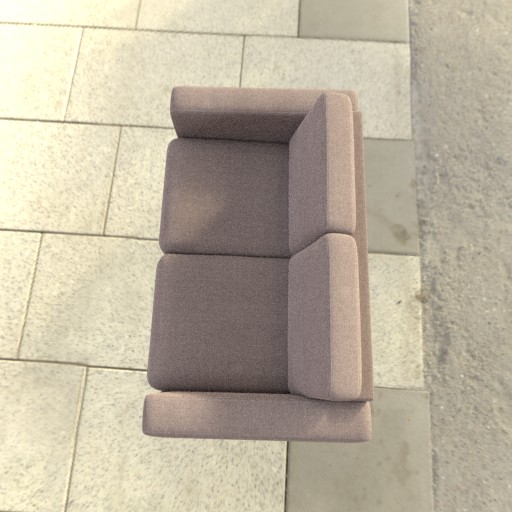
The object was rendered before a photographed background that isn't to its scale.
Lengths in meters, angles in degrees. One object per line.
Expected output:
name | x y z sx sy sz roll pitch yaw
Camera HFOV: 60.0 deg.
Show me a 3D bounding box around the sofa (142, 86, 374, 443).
sofa | 0.000 0.000 2.003 0.900 0.800 1.520 1 75 0
